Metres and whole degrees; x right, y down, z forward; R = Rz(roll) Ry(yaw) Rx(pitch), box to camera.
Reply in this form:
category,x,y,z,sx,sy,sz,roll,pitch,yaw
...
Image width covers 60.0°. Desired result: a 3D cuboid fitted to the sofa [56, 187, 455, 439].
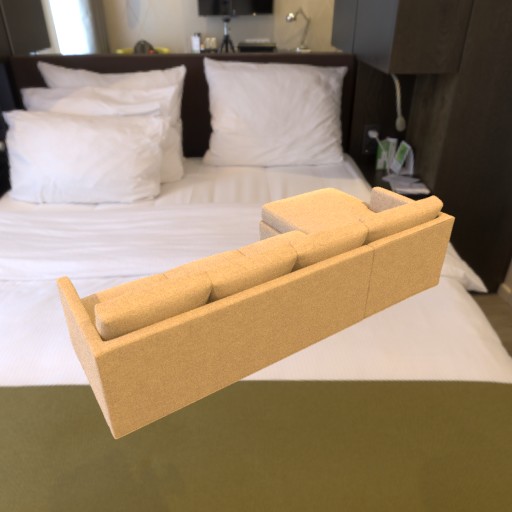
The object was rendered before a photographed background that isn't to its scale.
category,x,y,z,sx,sy,sz,roll,pitch,yaw
sofa,0.000,0.000,3.877,3.198,0.920,1.638,-18,35,-28
